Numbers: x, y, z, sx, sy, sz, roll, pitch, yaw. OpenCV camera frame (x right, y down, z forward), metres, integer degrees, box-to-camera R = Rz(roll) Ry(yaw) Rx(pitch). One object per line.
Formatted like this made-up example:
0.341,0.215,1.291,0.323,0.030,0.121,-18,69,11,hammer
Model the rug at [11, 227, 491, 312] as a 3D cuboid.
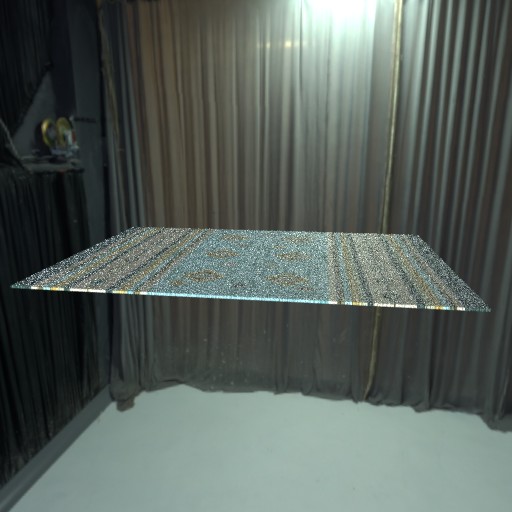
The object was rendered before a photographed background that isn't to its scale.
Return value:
0.000,0.000,2.230,1.811,0.010,1.212,2,15,8,rug
